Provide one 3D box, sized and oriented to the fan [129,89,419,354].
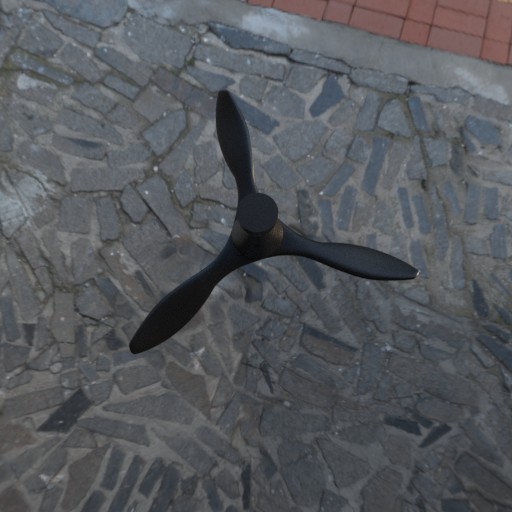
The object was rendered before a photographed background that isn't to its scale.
[{"bbox_3d":[0.000,0.000,1.599,1.067,0.305,1.067,33,79,7],"label":"fan"}]
